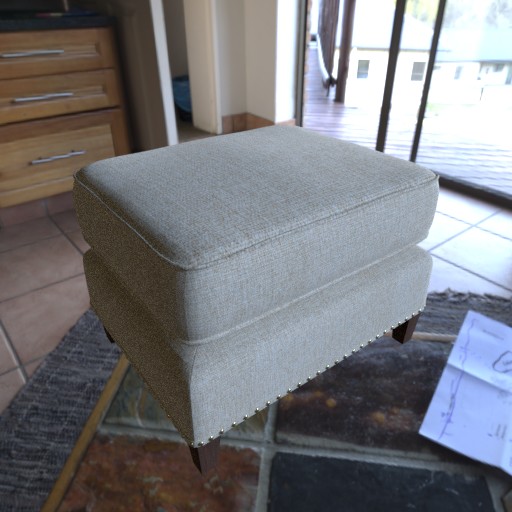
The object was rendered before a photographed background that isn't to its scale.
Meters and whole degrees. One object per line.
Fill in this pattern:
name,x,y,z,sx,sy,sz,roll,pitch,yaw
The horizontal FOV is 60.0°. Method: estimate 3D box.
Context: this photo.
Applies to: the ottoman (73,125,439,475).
ottoman,0.000,0.000,1.137,0.738,0.537,0.589,-21,37,-31
